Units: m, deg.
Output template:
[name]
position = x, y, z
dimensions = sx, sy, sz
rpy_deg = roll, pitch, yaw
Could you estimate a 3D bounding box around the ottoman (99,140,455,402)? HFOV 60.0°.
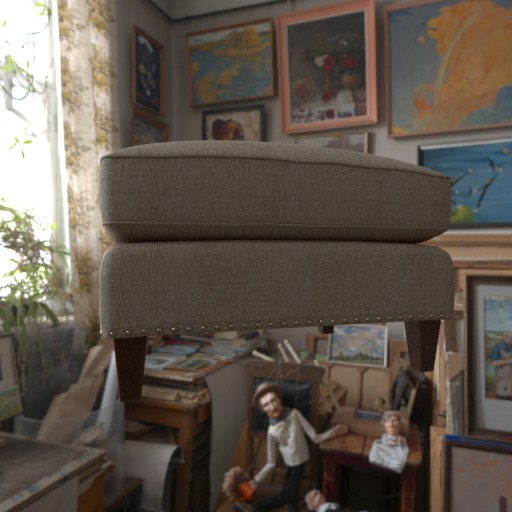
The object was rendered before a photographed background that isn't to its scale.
[ottoman]
position = 0.000, 0.000, 1.129
dimensions = 0.741, 0.513, 0.584
rpy_deg = 0, 1, -18
